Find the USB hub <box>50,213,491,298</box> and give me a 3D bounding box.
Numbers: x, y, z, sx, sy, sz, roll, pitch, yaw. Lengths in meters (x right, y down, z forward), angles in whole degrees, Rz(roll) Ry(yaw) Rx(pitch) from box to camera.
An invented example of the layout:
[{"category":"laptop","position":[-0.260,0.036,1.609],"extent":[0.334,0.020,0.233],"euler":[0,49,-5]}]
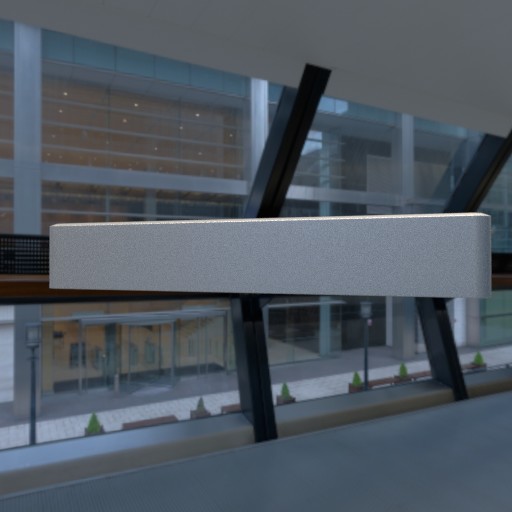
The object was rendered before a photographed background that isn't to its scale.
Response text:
[{"category":"USB hub","position":[0.000,0.000,0.159],"extent":[0.145,0.023,0.044],"euler":[0,0,16]}]
